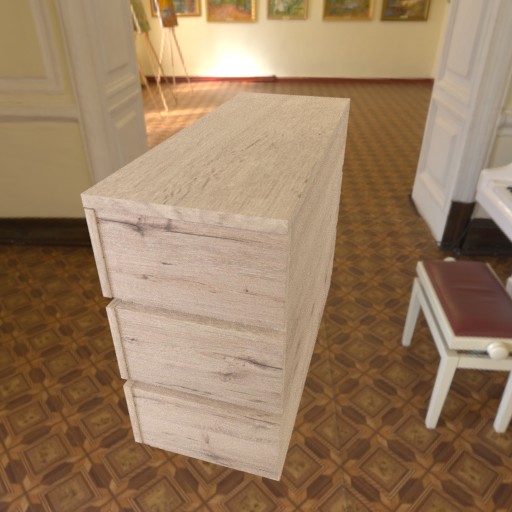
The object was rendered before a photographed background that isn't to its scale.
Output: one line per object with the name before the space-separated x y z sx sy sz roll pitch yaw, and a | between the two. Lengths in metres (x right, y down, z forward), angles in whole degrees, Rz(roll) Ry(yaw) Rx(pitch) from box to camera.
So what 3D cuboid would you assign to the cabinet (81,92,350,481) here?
cabinet | 0.000 0.000 1.465 0.420 0.820 1.040 9 32 14
